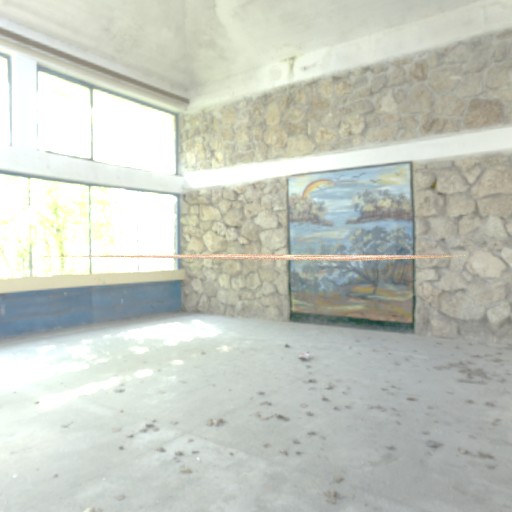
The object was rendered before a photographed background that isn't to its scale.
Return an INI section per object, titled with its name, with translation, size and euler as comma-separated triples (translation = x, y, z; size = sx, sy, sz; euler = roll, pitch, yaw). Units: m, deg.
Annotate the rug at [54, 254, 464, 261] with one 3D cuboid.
[rug]
translation = 0.000, 0.000, 4.080
size = 3.067, 0.005, 2.460
euler = 1, 1, 37
